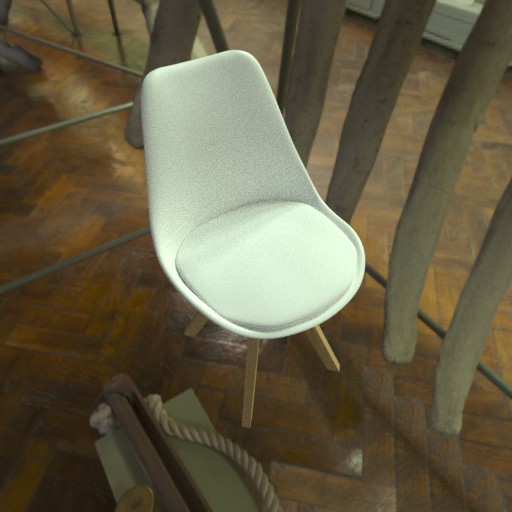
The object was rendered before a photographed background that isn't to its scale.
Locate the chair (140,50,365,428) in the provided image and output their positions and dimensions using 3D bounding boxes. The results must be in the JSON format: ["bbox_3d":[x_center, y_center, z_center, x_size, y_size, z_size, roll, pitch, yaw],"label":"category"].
[{"bbox_3d":[0.000,0.000,1.168,0.485,0.849,0.550,-25,51,-22],"label":"chair"}]
